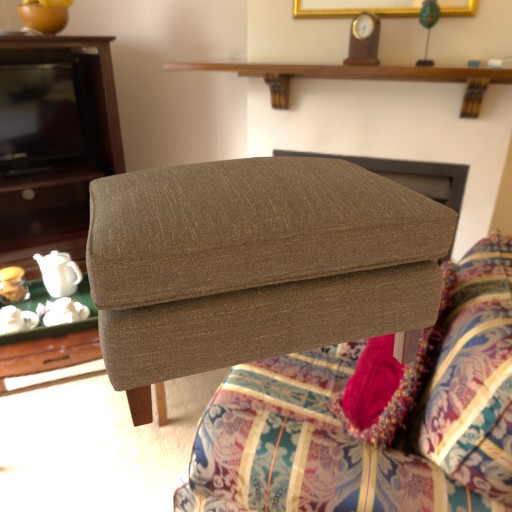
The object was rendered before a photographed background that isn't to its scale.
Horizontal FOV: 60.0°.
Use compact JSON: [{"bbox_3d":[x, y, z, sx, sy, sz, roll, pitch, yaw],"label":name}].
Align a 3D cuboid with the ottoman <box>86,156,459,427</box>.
[{"bbox_3d":[0.000,0.000,0.999,0.686,0.406,0.508,-8,26,-16],"label":"ottoman"}]
